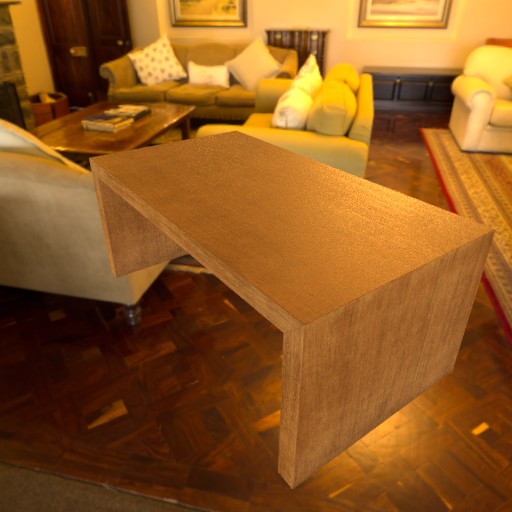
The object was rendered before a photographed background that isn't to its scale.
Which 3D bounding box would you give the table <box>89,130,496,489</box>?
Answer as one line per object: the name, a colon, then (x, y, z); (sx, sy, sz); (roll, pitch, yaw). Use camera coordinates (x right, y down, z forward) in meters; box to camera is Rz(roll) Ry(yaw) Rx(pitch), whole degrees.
table: (0.000, 0.000, 1.267); (0.549, 0.419, 1.000); (-20, 36, -31)
